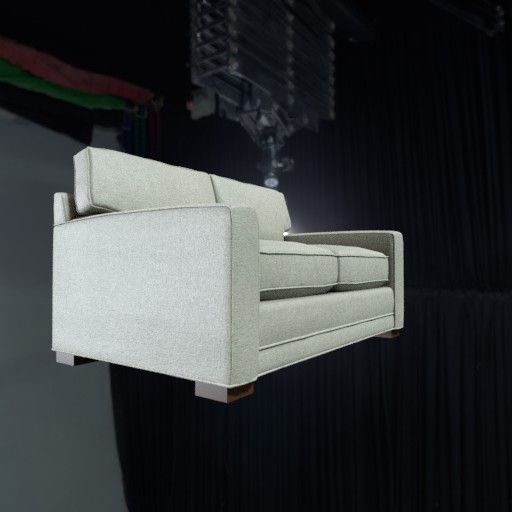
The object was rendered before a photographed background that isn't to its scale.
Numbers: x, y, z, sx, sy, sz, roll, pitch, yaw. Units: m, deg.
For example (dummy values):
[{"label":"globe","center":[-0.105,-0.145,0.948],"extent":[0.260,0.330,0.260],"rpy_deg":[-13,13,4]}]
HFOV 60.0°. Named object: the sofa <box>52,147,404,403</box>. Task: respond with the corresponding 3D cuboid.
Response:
[{"label":"sofa","center":[0.000,0.000,2.088],"extent":[0.940,0.853,1.484],"rpy_deg":[-1,-1,36]}]
